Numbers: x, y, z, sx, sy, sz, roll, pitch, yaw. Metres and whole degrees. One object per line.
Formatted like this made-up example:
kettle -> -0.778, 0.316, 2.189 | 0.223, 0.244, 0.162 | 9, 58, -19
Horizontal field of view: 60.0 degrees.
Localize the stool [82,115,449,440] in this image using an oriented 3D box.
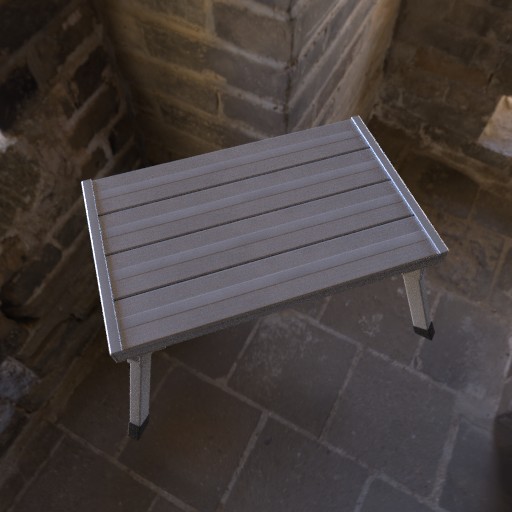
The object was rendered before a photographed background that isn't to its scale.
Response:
stool -> 0.000, 0.000, 0.722 | 0.535, 0.225, 0.385 | -16, 60, -10
